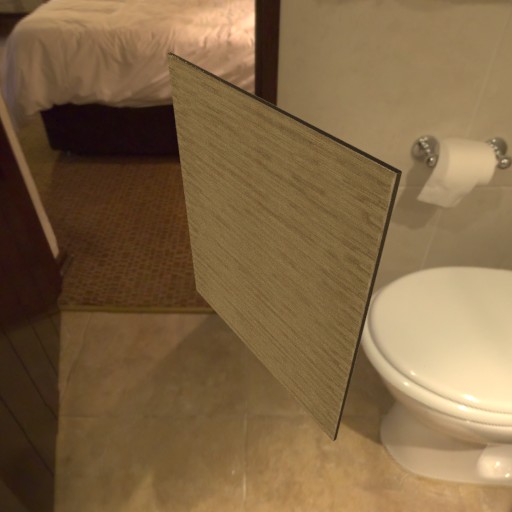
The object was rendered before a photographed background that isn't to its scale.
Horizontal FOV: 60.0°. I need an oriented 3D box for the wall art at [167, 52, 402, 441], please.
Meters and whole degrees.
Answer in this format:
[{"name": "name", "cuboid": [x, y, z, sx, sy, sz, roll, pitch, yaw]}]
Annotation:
[{"name": "wall art", "cuboid": [0.000, 0.000, 0.773, 0.009, 0.559, 0.483, -26, 47, -27]}]
